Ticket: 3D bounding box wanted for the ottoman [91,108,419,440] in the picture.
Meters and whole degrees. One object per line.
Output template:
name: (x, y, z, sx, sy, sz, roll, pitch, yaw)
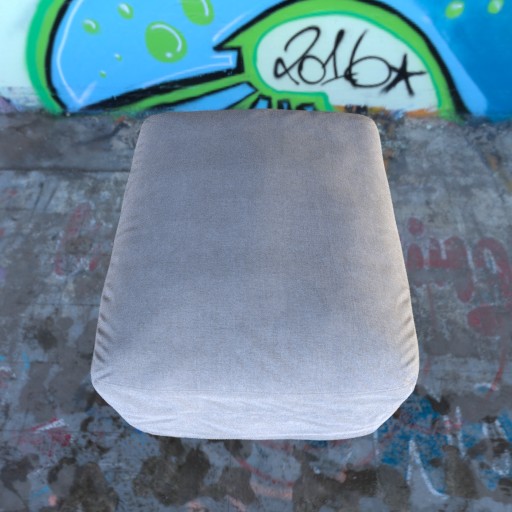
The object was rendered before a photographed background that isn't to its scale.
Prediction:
ottoman: (0.000, 0.000, 1.186, 0.683, 0.481, 0.837, 1, 57, 0)
